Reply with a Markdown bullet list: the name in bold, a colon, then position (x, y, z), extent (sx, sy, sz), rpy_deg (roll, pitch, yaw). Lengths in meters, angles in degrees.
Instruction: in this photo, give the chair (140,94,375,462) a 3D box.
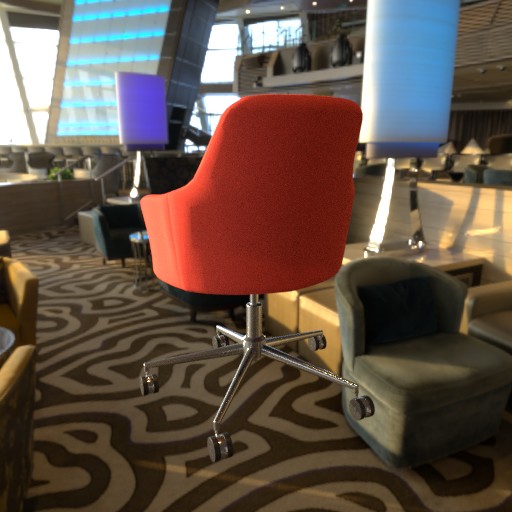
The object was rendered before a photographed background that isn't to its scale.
- **chair**: position (0.000, 0.000, 1.265), extent (0.655, 0.820, 0.600), rpy_deg (-7, 15, -25)
